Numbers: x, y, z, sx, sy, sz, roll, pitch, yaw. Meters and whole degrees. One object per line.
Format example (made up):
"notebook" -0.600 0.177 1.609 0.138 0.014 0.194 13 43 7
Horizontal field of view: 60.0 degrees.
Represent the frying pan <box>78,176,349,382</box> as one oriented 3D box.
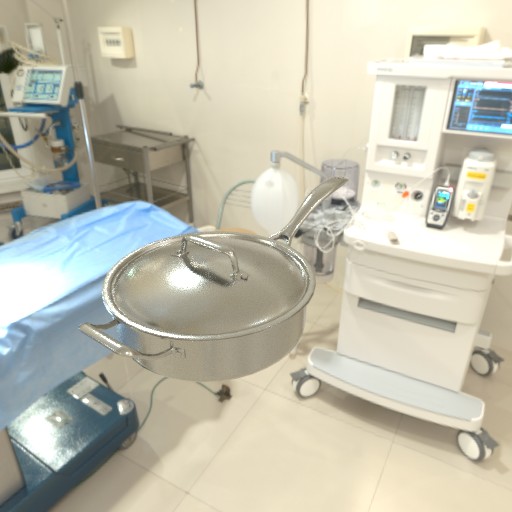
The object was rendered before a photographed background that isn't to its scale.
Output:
"frying pan" 0.000 0.000 0.590 0.245 0.111 0.492 19 33 32
